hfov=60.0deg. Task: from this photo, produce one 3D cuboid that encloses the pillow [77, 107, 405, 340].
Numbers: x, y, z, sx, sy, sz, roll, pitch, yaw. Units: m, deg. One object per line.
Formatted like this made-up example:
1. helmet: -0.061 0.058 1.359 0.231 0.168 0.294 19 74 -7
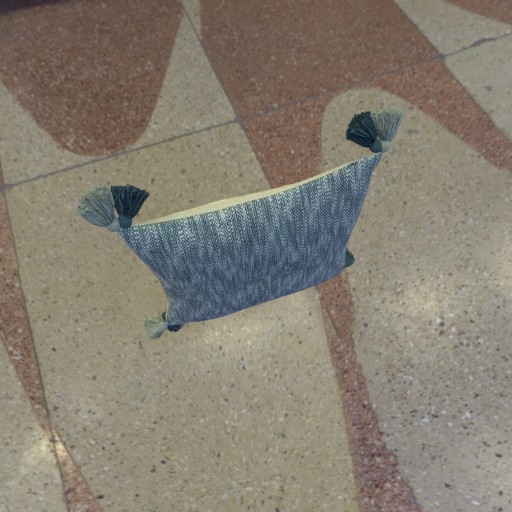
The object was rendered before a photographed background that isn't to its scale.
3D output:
1. pillow: 0.000 0.000 0.957 0.614 0.634 0.138 -17 64 -9
